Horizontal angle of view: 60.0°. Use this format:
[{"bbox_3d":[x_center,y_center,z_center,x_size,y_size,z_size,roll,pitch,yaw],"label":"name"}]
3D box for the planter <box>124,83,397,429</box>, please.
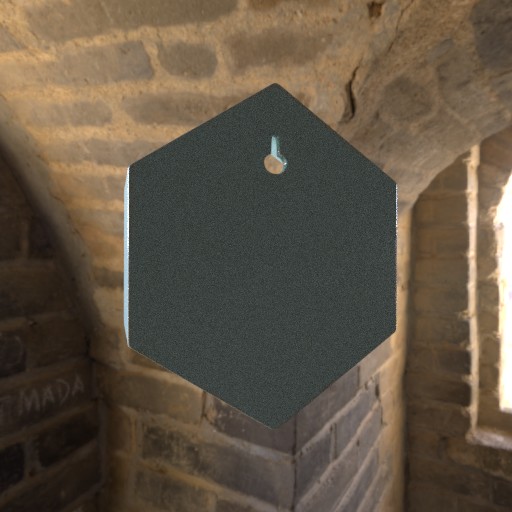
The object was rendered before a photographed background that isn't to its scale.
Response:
[{"bbox_3d":[0.000,0.000,0.300,0.169,0.207,0.078,0,0,-18],"label":"planter"}]
